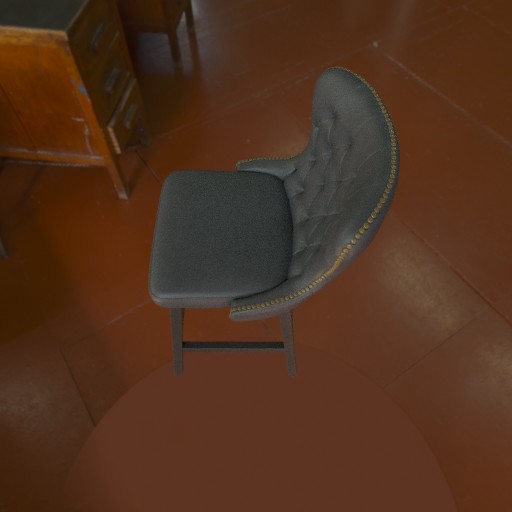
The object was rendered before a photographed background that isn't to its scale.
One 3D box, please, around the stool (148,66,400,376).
[{"bbox_3d":[0.000,0.000,1.320,0.593,0.971,0.528,0,58,0],"label":"stool"}]
